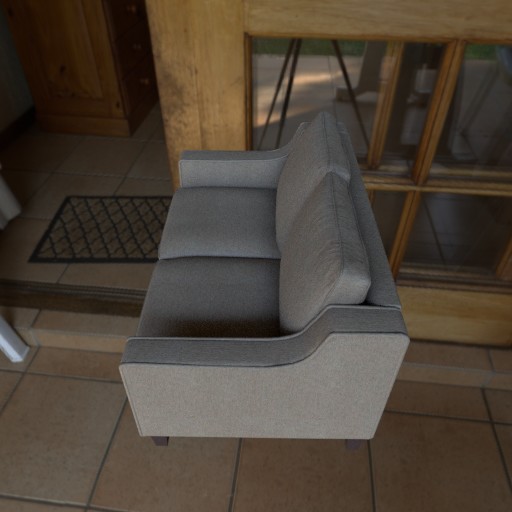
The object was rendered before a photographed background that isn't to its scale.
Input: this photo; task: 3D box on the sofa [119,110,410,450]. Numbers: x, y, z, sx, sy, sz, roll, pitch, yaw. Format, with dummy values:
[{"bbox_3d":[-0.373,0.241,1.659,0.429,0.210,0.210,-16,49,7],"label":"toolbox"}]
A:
[{"bbox_3d":[0.000,0.000,2.150,0.985,0.981,1.503,1,42,1],"label":"sofa"}]
